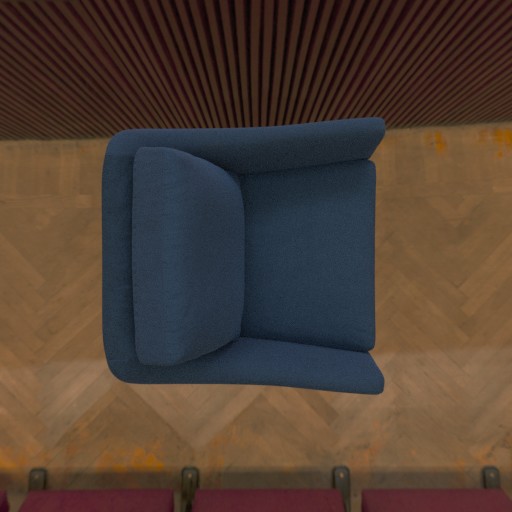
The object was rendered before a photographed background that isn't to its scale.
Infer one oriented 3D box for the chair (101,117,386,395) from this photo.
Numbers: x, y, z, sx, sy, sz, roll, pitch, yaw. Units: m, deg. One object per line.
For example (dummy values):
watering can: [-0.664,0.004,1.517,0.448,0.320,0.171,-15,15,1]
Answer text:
chair: [0.000,0.000,1.711,0.961,0.899,0.987,0,91,0]
